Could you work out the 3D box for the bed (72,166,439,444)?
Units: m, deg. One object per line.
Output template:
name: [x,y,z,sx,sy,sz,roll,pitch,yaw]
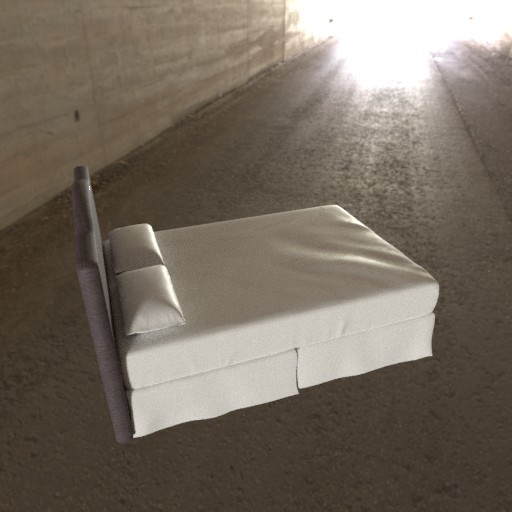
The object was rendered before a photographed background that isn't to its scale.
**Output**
bed: [0.000,0.000,3.553,2.507,1.441,1.741,-10,31,-17]
